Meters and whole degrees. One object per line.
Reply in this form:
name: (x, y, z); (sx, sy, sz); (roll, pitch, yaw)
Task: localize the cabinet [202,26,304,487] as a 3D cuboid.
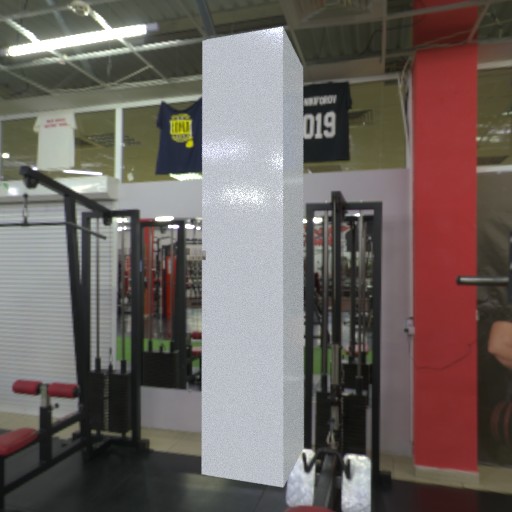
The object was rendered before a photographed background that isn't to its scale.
cabinet: (0.000, 0.000, 1.531); (0.270, 1.400, 0.300); (0, -1, 18)
